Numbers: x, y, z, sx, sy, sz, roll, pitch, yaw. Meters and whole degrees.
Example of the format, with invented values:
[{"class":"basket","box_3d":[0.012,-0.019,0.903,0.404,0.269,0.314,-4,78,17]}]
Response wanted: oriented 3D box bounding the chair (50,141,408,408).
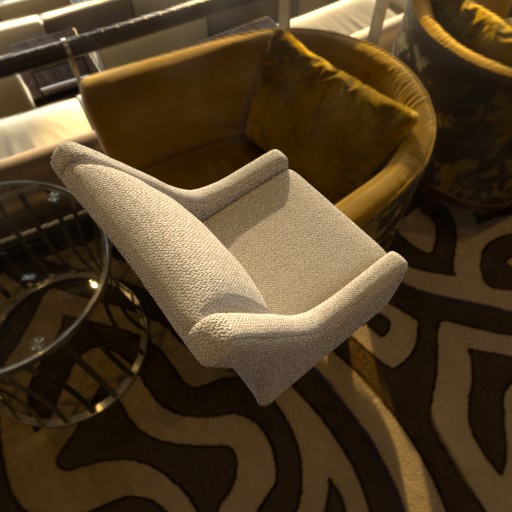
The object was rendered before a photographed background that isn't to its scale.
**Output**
[{"class":"chair","box_3d":[0.000,0.000,1.603,0.870,1.014,0.774,-34,64,-19]}]
